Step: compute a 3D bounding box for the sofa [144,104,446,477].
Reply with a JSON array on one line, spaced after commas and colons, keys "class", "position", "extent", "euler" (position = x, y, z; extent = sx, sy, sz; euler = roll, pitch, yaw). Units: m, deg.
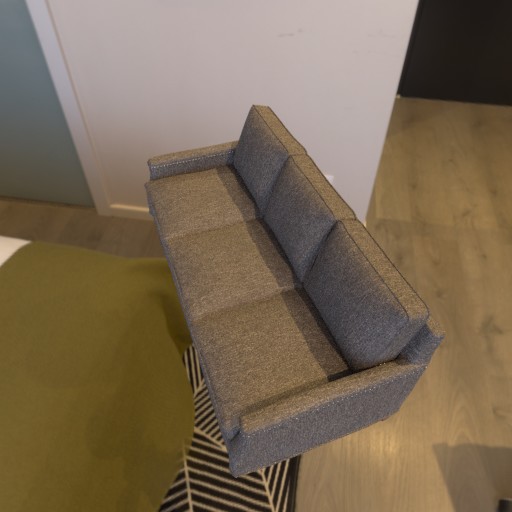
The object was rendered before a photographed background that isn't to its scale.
[{"class": "sofa", "position": [0.000, 0.000, 2.846], "extent": [1.084, 1.003, 2.246], "euler": [-15, 48, -14]}]
